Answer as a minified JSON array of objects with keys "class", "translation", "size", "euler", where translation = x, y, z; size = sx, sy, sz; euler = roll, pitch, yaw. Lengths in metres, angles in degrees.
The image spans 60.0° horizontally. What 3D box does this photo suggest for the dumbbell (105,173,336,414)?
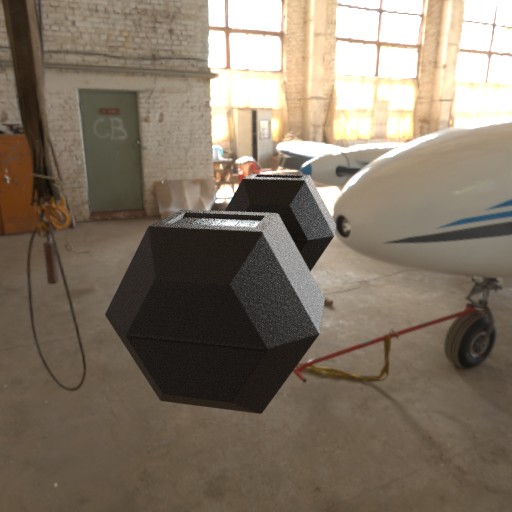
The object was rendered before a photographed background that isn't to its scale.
[{"class":"dumbbell","translation":[0.000,0.000,0.423],"size":[0.141,0.123,0.356],"euler":[3,17,11]}]
